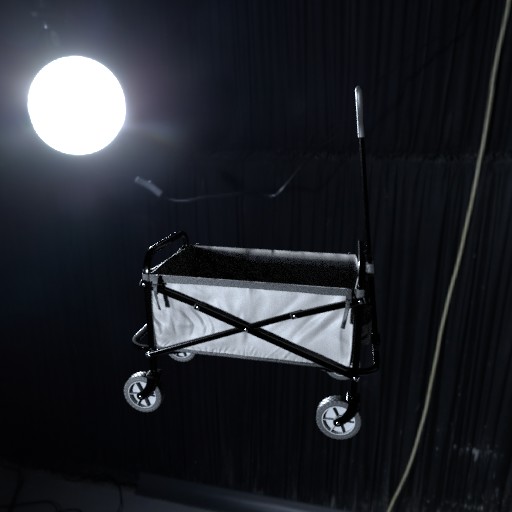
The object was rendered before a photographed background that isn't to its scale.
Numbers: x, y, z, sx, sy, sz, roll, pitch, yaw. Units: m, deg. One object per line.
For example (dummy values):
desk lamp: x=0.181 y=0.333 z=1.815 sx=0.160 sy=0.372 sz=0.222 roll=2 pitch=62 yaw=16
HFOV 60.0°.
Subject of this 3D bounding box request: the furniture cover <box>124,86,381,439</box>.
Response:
furniture cover: x=0.000 y=0.000 z=1.820 sx=1.038 sy=1.295 sz=0.532 roll=3 pitch=17 yaw=12
